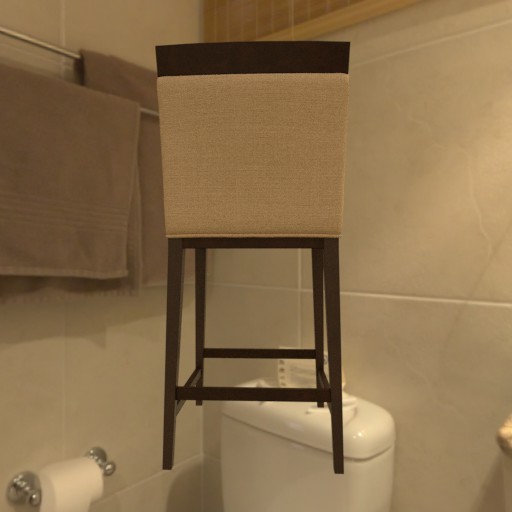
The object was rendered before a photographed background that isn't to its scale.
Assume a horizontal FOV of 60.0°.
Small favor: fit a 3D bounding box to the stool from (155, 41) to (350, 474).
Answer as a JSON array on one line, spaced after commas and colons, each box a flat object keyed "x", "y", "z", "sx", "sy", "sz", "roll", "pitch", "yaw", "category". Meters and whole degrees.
[{"x": 0.000, "y": 0.000, "z": 1.389, "sx": 0.511, "sy": 1.117, "sz": 0.531, "roll": 0, "pitch": 1, "yaw": 3, "category": "stool"}]
